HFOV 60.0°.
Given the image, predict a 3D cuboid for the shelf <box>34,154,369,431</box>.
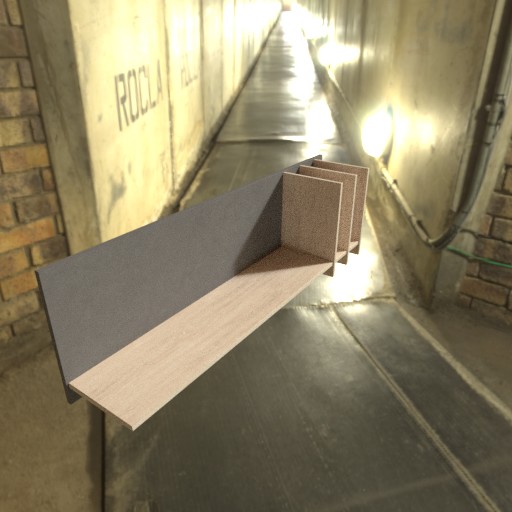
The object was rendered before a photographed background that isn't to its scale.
[{"bbox_3d":[0.000,0.000,1.140,0.200,0.300,1.020,18,31,31],"label":"shelf"}]
